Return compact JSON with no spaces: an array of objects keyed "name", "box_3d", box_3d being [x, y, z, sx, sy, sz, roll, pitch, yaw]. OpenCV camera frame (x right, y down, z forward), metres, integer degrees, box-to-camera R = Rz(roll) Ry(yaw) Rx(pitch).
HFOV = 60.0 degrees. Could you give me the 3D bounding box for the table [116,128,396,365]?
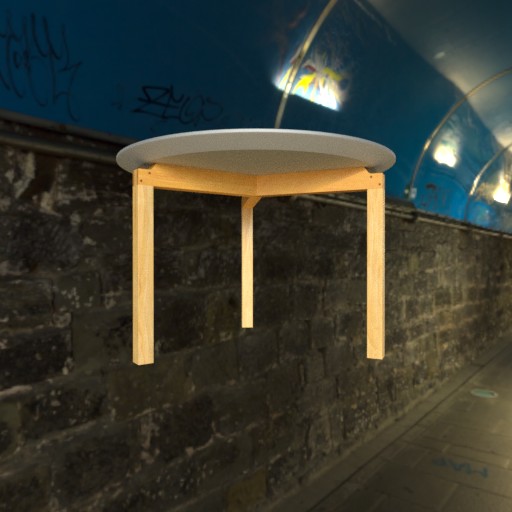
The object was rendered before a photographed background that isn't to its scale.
[{"name":"table","box_3d":[0.000,0.000,0.999,0.600,0.405,0.600,0,0,0]}]
